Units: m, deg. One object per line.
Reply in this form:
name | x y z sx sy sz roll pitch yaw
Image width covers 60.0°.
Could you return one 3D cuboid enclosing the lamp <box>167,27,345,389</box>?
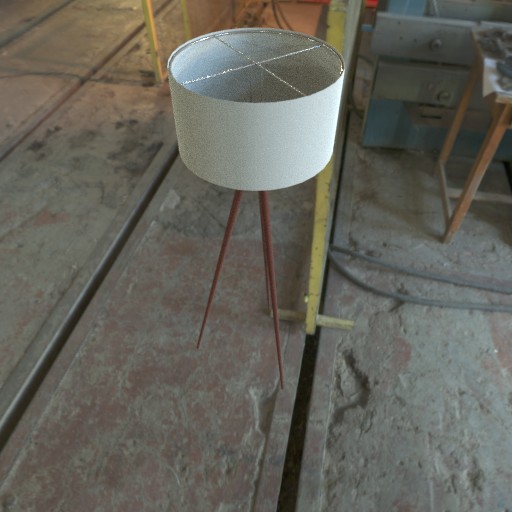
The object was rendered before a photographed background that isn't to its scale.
lamp | 0.000 0.000 1.775 0.483 1.553 0.483 -25 51 -22
